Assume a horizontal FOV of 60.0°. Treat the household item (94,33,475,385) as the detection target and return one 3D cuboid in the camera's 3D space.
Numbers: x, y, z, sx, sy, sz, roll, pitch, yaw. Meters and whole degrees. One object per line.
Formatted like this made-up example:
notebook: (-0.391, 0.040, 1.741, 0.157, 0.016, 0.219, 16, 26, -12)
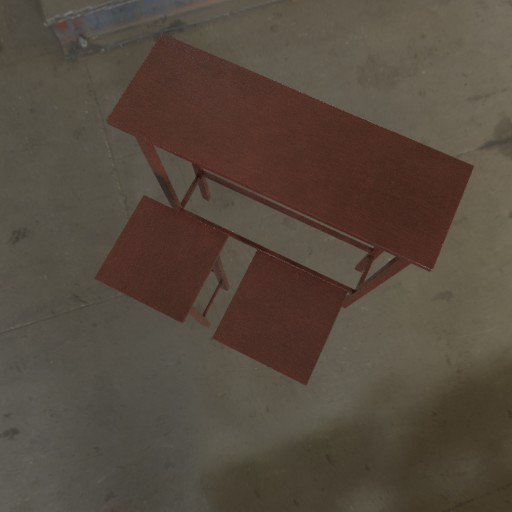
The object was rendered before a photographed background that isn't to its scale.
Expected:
household item: (0.000, 0.000, 1.624, 0.914, 1.067, 0.676, 25, 77, 6)
